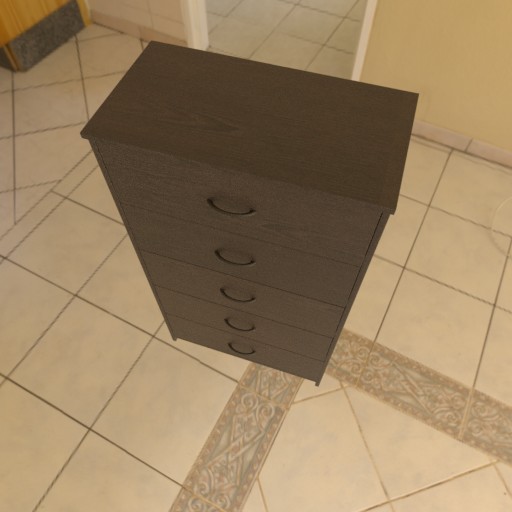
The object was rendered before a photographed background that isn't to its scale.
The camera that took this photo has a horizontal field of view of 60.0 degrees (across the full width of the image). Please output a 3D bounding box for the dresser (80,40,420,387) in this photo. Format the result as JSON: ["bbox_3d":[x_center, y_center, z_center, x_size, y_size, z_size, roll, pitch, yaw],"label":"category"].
[{"bbox_3d":[0.000,0.000,1.555,0.704,1.254,0.418,15,59,10],"label":"dresser"}]
